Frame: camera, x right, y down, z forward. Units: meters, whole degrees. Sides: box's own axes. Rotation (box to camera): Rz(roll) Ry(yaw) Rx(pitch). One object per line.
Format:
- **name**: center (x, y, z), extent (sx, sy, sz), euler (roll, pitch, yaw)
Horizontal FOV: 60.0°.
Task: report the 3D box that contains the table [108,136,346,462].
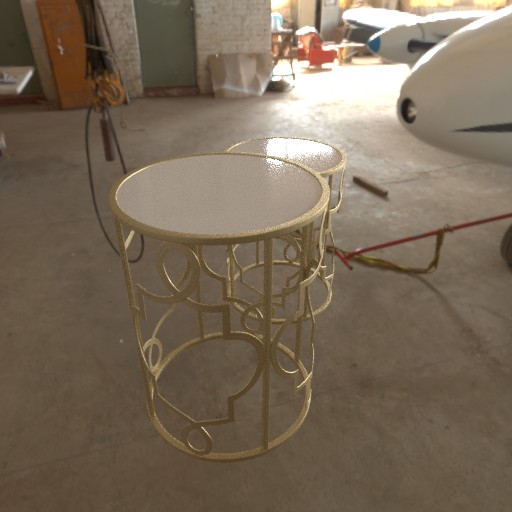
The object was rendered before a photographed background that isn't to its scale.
- **table**: center (0.000, 0.000, 1.180), extent (0.420, 0.564, 0.846), euler (10, 33, 16)
